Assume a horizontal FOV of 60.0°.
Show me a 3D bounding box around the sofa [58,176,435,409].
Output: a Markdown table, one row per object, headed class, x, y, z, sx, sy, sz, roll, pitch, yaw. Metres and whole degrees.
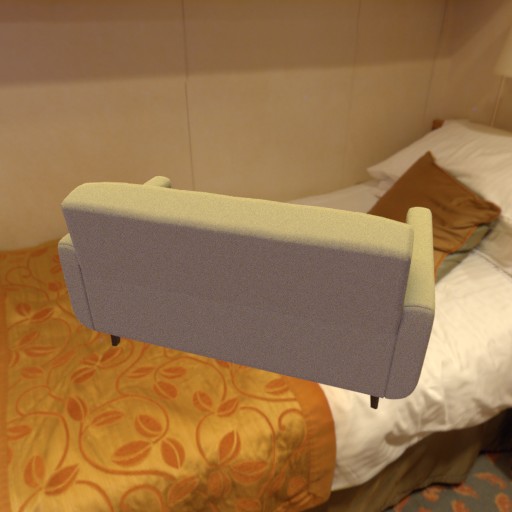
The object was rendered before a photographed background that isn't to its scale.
| class | x | y | z | sx | sy | sz | roll | pitch | yaw |
| --- | --- | --- | --- | --- | --- | --- | --- | --- | --- |
| sofa | 0.000 | 0.000 | 2.247 | 1.655 | 0.892 | 0.980 | 9 | 31 | 15 |
